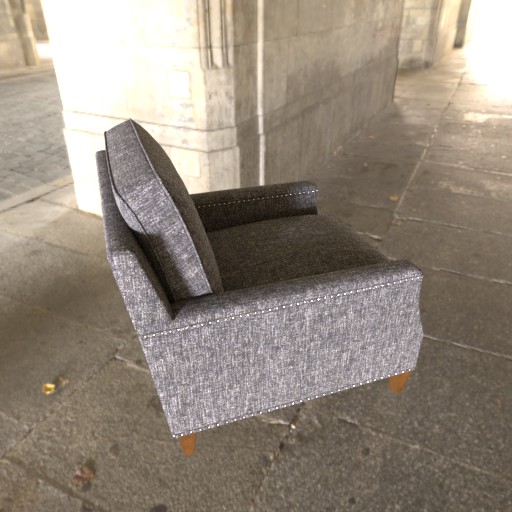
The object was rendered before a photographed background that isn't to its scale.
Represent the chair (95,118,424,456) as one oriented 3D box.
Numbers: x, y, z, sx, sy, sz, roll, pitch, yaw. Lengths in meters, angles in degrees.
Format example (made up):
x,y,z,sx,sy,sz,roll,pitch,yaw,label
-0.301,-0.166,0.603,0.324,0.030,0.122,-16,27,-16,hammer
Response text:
x,y,z,sx,sy,sz,roll,pitch,yaw,label
0.000,0.000,1.663,1.014,0.943,0.853,-10,32,-17,chair
